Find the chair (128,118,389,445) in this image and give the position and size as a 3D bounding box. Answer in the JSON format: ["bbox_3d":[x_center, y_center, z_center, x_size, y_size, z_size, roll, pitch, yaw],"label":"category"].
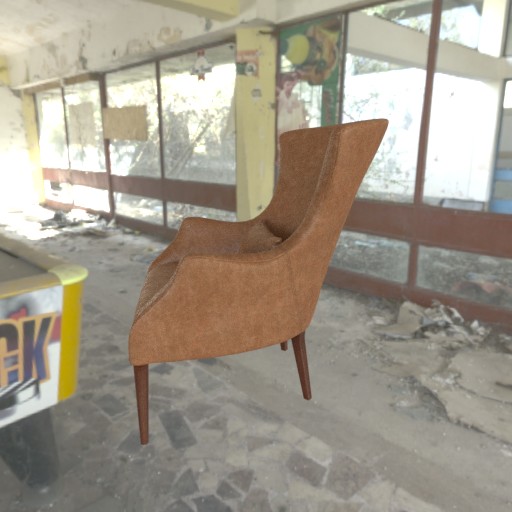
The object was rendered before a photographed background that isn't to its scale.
[{"bbox_3d":[0.000,0.000,1.796,0.955,1.067,0.846,-2,14,-8],"label":"chair"}]
